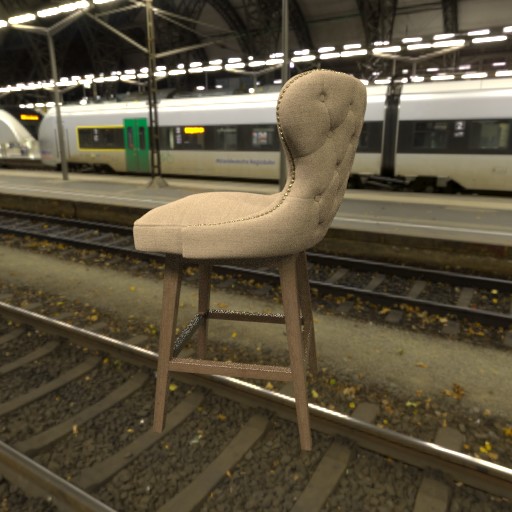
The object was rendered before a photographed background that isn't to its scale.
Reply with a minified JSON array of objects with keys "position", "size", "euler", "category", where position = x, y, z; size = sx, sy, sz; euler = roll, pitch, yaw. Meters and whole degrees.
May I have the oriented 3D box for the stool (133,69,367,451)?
[{"position":[0.000,0.000,1.337],"size":[0.597,0.972,0.615],"euler":[3,15,10],"category":"stool"}]
